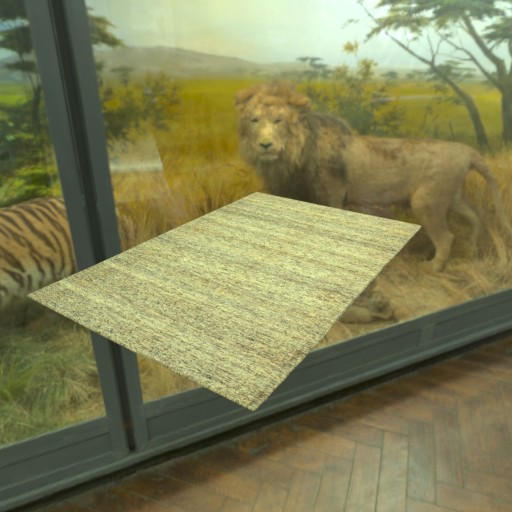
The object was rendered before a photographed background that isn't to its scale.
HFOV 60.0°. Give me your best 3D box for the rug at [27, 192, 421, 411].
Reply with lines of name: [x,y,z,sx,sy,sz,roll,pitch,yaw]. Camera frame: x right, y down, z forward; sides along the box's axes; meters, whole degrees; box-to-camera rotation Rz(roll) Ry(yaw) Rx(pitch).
rug: [0.000,0.000,2.359,1.243,0.014,1.846,16,30,30]
